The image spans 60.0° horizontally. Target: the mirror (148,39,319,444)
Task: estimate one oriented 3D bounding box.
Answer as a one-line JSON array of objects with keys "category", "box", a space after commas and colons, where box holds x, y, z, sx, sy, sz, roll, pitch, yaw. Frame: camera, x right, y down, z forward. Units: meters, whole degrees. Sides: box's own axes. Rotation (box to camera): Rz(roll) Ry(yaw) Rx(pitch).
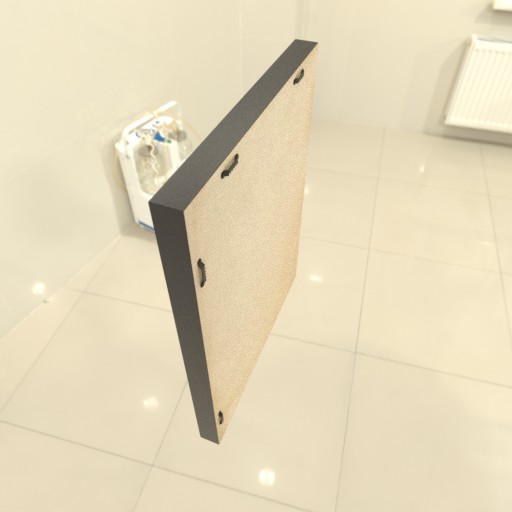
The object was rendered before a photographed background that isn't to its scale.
[{"category": "mirror", "box": [0.000, 0.000, 0.693, 0.041, 0.508, 0.405, 16, 48, 15]}]
